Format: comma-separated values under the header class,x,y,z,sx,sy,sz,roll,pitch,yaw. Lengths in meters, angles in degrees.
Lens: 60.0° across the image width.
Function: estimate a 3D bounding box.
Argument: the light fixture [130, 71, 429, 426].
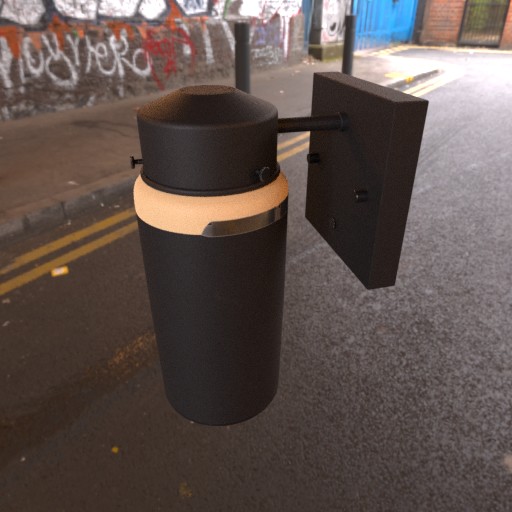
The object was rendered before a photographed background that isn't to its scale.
class,x,y,z,sx,sy,sz,roll,pitch,yaw
light fixture,0.000,0.000,0.357,0.176,0.257,0.130,-7,31,-13
